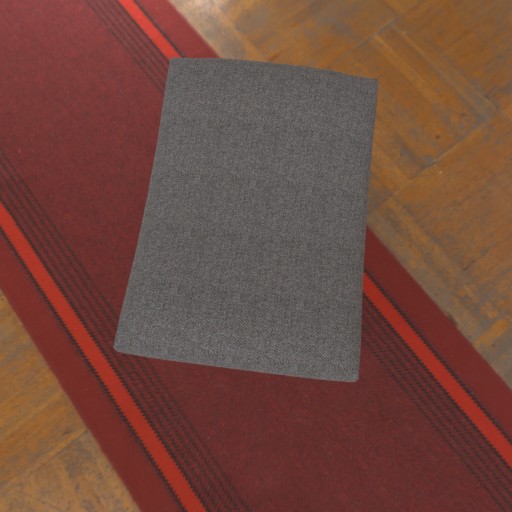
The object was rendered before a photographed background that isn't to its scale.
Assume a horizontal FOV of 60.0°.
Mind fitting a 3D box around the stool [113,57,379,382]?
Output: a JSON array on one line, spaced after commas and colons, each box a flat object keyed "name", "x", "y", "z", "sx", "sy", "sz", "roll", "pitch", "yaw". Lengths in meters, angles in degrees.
[{"name": "stool", "x": 0.000, "y": 0.000, "z": 1.021, "sx": 0.372, "sy": 0.742, "sz": 0.504, "roll": 7, "pitch": 76, "yaw": 2}]
